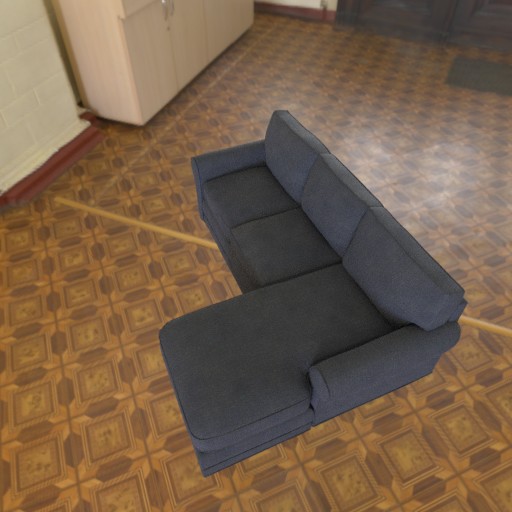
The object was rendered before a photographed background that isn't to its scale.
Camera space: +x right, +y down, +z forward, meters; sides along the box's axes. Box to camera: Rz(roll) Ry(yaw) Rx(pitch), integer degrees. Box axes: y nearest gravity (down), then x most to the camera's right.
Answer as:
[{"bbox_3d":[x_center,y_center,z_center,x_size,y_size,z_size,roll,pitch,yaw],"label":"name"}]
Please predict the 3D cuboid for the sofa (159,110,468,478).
[{"bbox_3d":[0.000,0.000,3.404,1.780,1.063,2.567,-17,49,-16],"label":"sofa"}]
